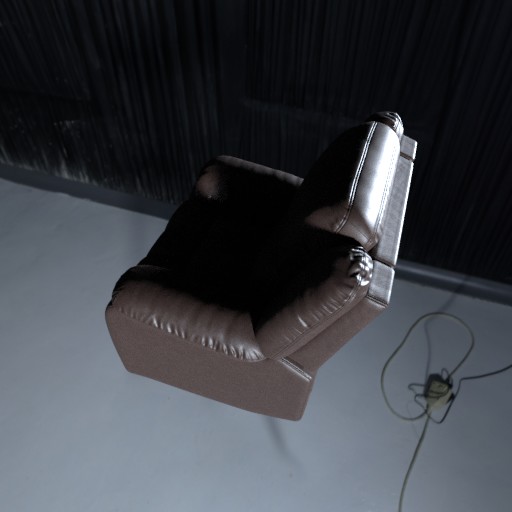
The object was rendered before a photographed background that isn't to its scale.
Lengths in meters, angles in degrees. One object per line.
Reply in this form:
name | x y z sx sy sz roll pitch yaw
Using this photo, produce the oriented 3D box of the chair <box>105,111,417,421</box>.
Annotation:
chair | 0.000 0.000 1.673 0.934 1.009 0.899 14 48 13
